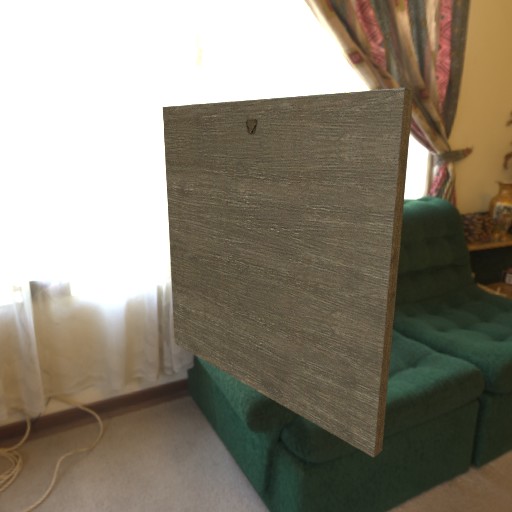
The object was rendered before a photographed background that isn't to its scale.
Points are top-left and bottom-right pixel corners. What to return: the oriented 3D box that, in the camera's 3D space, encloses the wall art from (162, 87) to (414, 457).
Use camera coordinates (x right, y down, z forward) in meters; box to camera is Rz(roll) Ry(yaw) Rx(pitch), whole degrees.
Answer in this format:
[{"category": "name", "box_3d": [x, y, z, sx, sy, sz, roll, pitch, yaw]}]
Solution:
[{"category": "wall art", "box_3d": [0.000, 0.000, 0.689, 0.027, 0.459, 0.462, -14, 21, -42]}]
